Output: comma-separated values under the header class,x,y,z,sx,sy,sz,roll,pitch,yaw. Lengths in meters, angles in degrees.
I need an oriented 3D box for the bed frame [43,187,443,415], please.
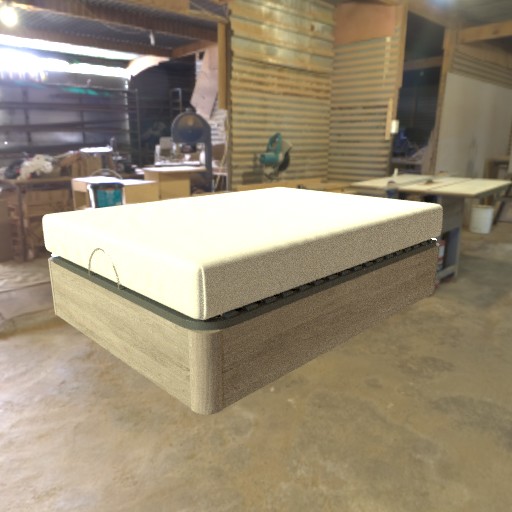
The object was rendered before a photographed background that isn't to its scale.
class,x,y,z,sx,sy,sz,roll,pitch,yaw
bed frame,0.000,0.000,2.602,1.900,0.561,1.400,-15,21,-43
